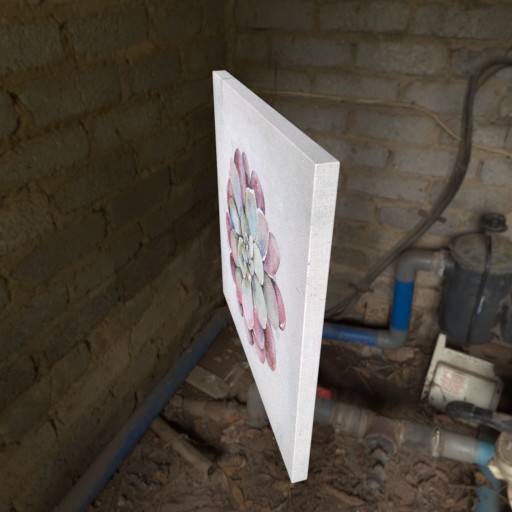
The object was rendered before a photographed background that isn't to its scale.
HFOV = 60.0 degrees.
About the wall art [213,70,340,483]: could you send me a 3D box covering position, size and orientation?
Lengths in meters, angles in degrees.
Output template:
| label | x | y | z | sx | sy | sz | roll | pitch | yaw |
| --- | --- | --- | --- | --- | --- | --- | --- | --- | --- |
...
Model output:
| label | x | y | z | sx | sy | sz | roll | pitch | yaw |
| --- | --- | --- | --- | --- | --- | --- | --- | --- | --- |
| wall art | 0.000 | 0.000 | 1.128 | 0.041 | 0.762 | 0.762 | -8 | 33 | -13 |
